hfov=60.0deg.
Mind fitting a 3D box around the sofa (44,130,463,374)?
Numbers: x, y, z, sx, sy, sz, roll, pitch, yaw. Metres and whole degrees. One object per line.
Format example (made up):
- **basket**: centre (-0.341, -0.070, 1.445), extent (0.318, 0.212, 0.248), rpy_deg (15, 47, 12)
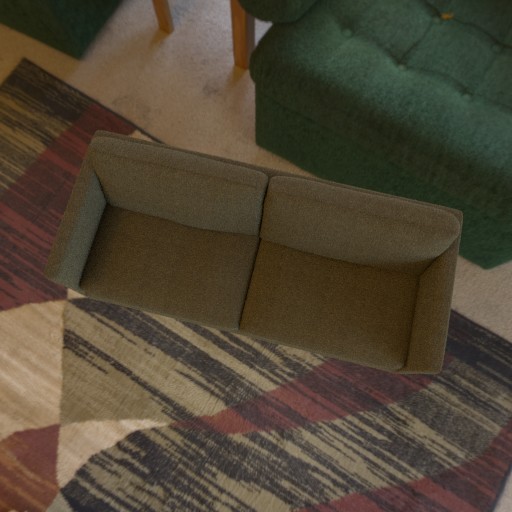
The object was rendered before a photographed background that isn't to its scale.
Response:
- **sofa**: centre (0.000, 0.000, 2.713), extent (2.208, 0.965, 0.948), rpy_deg (13, 76, 3)
